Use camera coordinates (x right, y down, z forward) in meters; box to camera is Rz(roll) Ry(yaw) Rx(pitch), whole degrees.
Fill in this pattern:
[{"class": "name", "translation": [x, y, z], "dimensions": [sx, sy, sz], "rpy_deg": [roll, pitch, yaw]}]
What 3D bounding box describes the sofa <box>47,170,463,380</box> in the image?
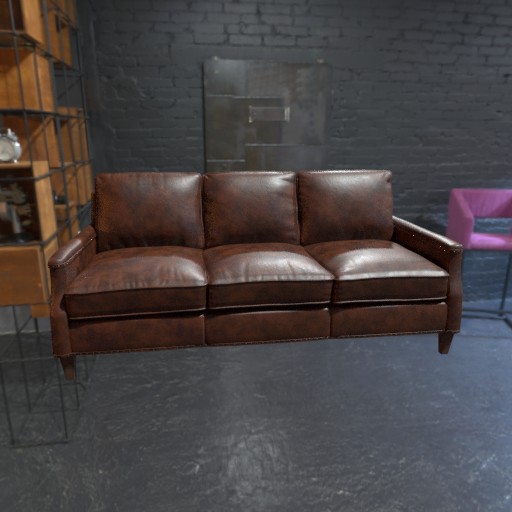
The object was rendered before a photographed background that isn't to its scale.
[{"class": "sofa", "translation": [0.000, 0.000, 2.800], "dimensions": [2.240, 1.003, 1.084], "rpy_deg": [-2, 16, -7]}]
